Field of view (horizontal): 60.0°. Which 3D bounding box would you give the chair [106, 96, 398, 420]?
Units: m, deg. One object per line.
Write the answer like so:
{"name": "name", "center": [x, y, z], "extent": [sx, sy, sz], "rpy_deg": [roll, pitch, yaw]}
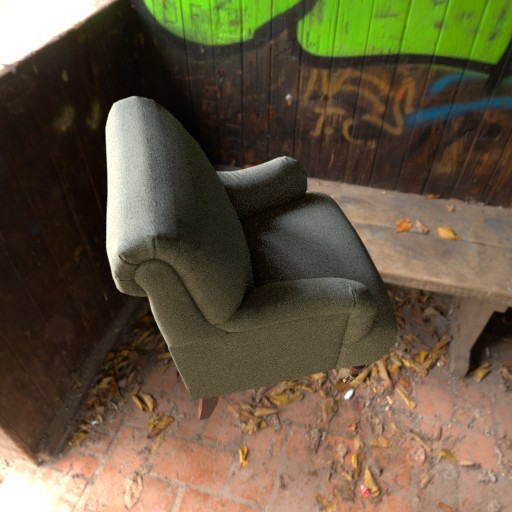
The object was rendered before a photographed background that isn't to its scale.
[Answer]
{"name": "chair", "center": [0.000, 0.000, 1.960], "extent": [1.060, 1.178, 0.964], "rpy_deg": [-10, 46, -9]}
